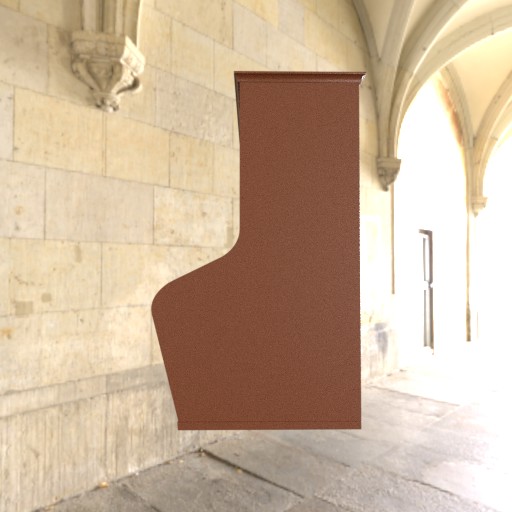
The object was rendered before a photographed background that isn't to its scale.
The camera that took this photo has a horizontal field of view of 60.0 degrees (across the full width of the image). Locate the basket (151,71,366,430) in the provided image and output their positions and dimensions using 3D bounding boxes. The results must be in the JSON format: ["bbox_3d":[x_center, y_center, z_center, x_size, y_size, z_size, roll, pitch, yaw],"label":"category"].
[{"bbox_3d":[0.000,0.000,1.163,0.376,0.625,0.792,0,-2,-1],"label":"basket"}]
